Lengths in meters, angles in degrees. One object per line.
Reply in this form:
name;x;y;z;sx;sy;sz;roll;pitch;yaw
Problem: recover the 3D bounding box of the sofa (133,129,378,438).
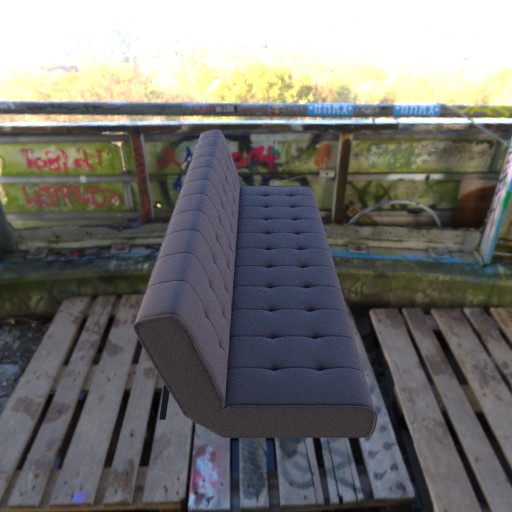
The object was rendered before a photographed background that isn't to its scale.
sofa;0.000;0.000;2.052;0.747;0.699;1.703;0;32;0
